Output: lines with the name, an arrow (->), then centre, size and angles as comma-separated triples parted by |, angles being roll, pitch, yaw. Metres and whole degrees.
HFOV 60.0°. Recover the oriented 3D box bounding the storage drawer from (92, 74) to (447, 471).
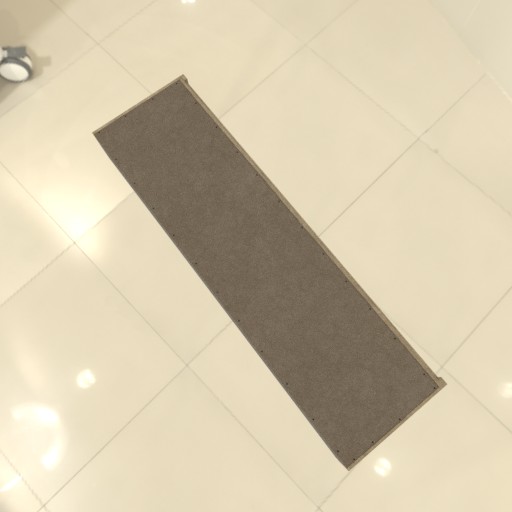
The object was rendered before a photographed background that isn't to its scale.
storage drawer -> 0.000, 0.000, 2.307 | 0.591, 0.274, 2.072 | -37, 78, -9
